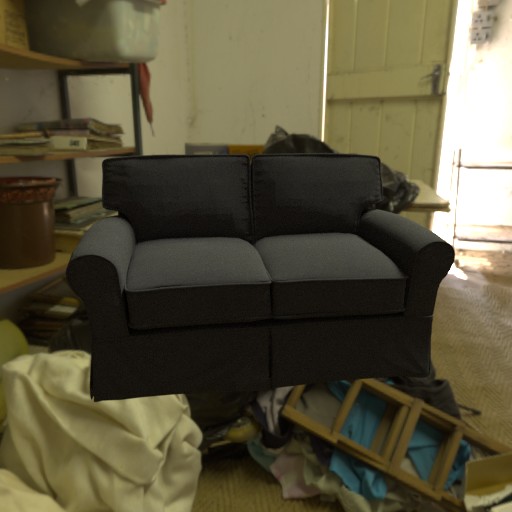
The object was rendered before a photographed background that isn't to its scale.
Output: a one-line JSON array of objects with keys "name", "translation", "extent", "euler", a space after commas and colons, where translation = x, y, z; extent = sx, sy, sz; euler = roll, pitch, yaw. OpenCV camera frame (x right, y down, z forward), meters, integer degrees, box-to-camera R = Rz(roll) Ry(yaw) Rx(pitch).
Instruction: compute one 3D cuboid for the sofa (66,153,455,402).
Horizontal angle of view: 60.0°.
[{"name": "sofa", "translation": [0.000, 0.000, 2.426], "extent": [1.801, 1.059, 0.997], "euler": [-2, 16, -8]}]
